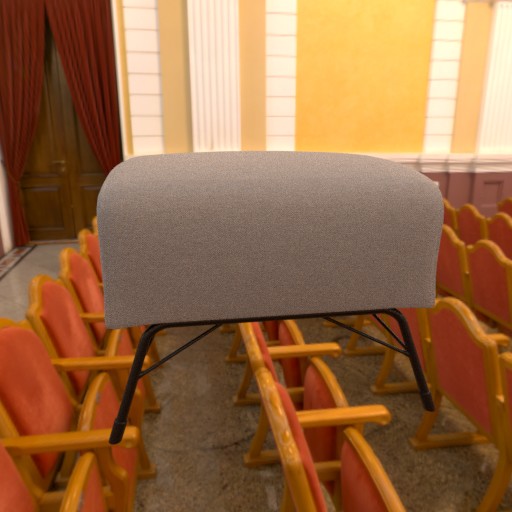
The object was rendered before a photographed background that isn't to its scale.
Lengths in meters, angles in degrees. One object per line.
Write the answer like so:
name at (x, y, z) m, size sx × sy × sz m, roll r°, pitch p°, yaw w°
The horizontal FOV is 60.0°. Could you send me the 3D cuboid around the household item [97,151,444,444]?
household item at (0.000, 0.000, 0.893) m, size 0.530 × 0.410 × 0.530 m, roll -3°, pitch 17°, yaw -9°
